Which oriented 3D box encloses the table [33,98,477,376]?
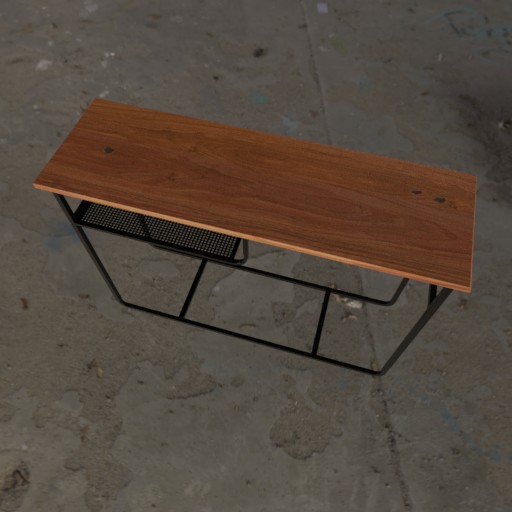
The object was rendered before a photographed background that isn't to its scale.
[{"bbox_3d":[0.000,0.000,1.469,1.100,0.750,0.350,14,59,9],"label":"table"}]
